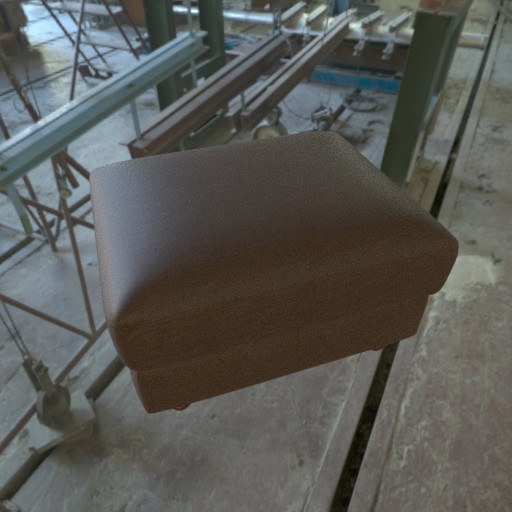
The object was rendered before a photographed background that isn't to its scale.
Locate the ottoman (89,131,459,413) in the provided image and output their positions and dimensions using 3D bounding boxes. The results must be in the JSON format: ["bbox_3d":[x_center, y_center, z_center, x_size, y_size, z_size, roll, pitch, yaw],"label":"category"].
[{"bbox_3d":[0.000,0.000,1.220,0.787,0.508,0.635,-13,42,-15],"label":"ottoman"}]
